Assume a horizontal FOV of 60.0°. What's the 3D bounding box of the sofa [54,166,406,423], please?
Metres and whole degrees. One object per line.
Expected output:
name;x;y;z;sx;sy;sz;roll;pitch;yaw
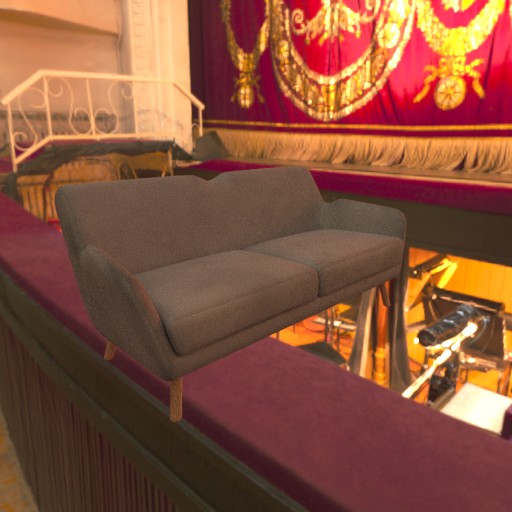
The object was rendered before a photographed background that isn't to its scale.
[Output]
sofa;0.000;0.000;2.313;0.850;0.810;1.870;15;21;42
